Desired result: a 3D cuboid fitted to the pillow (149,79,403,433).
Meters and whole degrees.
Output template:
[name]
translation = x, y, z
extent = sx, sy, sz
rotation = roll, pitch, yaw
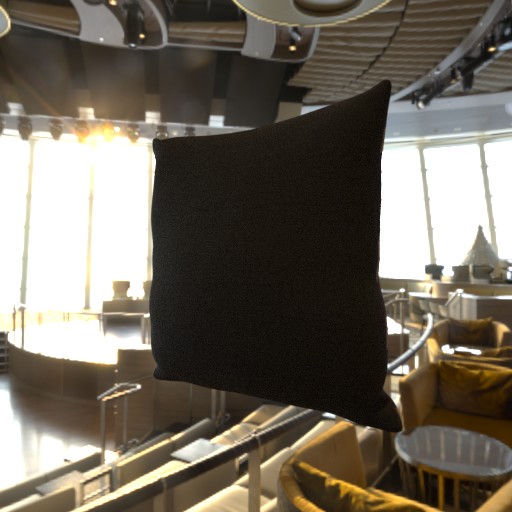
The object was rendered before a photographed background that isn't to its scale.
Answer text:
[pillow]
translation = 0.000, 0.000, 0.765
extent = 0.503, 0.496, 0.208
rotation = 0, -1, 35
